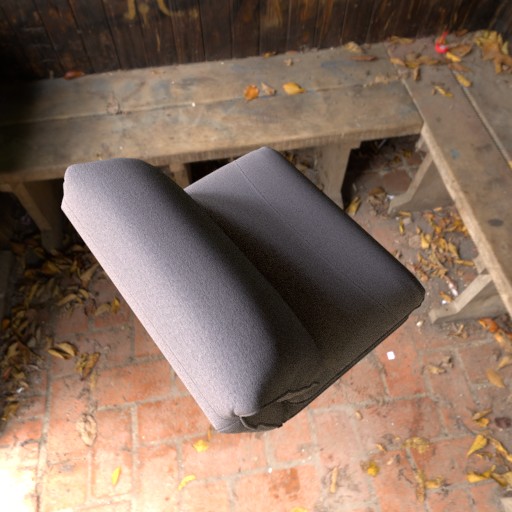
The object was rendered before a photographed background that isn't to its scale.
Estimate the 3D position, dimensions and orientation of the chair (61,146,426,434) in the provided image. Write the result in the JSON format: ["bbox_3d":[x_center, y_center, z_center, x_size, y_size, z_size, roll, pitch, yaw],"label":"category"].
[{"bbox_3d":[0.000,0.000,1.341,0.780,0.580,0.820,-34,65,-18],"label":"chair"}]
